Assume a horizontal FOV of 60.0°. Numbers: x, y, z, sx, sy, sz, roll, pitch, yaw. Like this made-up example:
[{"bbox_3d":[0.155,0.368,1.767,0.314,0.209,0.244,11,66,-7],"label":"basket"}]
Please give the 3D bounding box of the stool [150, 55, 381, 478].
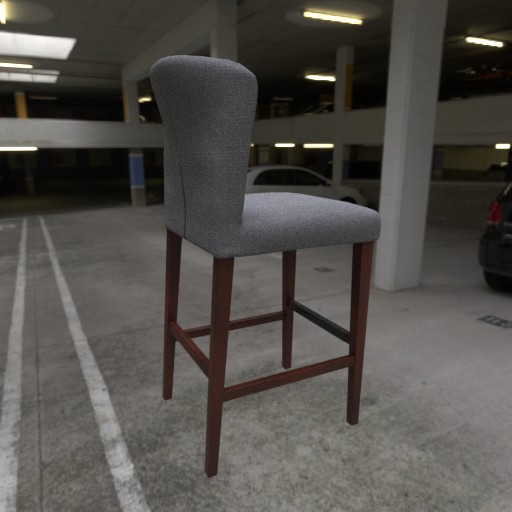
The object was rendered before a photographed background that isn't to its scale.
[{"bbox_3d":[0.000,0.000,1.352,0.568,1.069,0.486,-7,16,-26],"label":"stool"}]
